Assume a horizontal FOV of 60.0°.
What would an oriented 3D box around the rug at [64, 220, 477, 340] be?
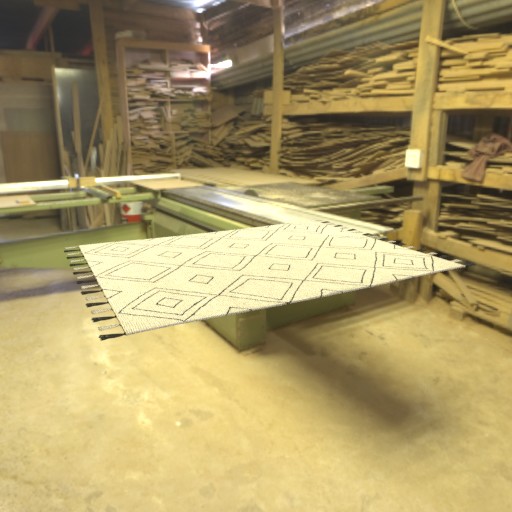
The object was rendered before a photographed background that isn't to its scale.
[{"bbox_3d":[0.000,0.000,4.228,3.221,0.026,2.342,-8,18,-26],"label":"rug"}]
